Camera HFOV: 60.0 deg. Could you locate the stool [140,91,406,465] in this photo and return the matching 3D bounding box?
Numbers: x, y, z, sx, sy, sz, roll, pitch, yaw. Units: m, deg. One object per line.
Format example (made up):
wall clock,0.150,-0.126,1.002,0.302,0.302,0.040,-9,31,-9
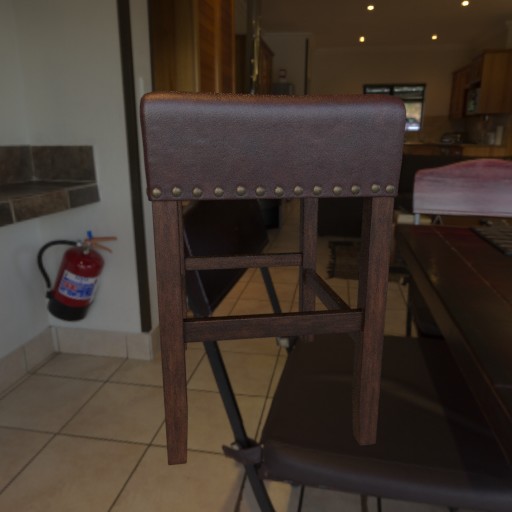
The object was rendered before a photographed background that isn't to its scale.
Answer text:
stool,0.000,0.000,0.925,0.397,0.608,0.465,-2,15,-8
